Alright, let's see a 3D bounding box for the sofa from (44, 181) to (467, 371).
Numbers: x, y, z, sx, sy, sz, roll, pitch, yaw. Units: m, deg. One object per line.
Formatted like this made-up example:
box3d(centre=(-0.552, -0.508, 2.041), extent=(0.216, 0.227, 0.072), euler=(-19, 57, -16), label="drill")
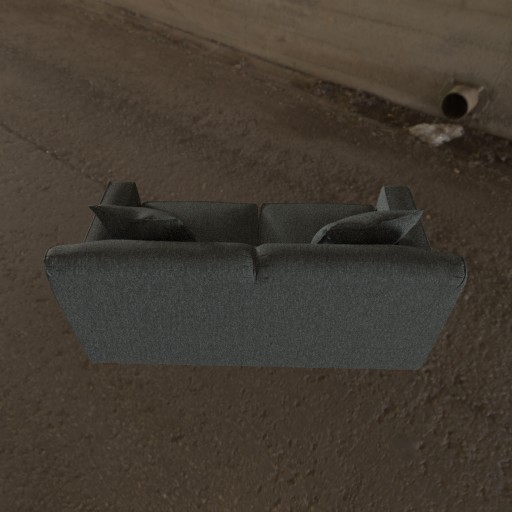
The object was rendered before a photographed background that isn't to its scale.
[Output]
box3d(centre=(0.000, 0.000, 2.506), extent=(1.846, 0.958, 0.998), euler=(1, 47, 1), label="sofa")
